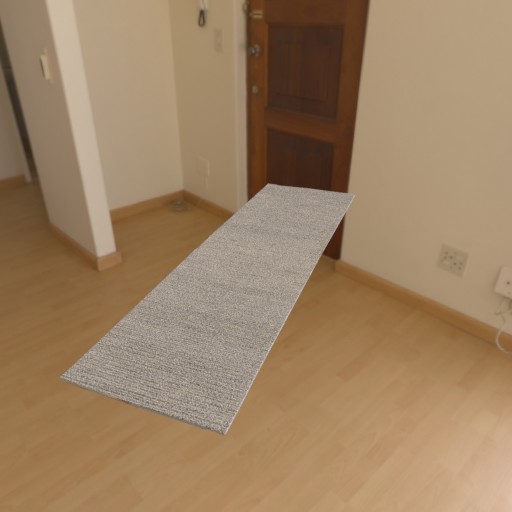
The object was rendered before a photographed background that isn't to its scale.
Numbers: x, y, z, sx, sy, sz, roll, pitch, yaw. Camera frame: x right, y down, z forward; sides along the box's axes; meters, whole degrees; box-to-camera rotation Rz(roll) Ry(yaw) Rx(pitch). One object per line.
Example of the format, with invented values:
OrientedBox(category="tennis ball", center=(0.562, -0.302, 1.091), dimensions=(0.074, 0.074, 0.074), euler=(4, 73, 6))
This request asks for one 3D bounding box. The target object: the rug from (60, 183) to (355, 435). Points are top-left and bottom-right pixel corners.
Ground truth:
OrientedBox(category="rug", center=(0.000, 0.000, 2.503), dimensions=(0.692, 0.032, 2.320), euler=(11, 31, 19))
